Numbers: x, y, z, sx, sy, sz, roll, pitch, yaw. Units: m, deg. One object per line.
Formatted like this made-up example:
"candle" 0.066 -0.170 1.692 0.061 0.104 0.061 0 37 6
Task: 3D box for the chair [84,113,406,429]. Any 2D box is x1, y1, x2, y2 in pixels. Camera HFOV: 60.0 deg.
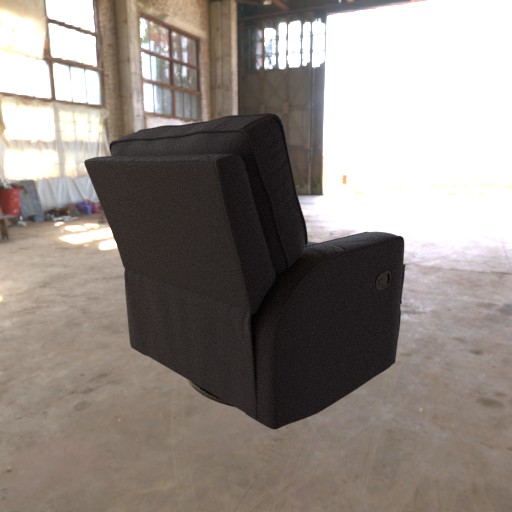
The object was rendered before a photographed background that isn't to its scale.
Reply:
"chair" 0.000 0.000 1.688 0.964 0.962 0.861 -11 17 -43
